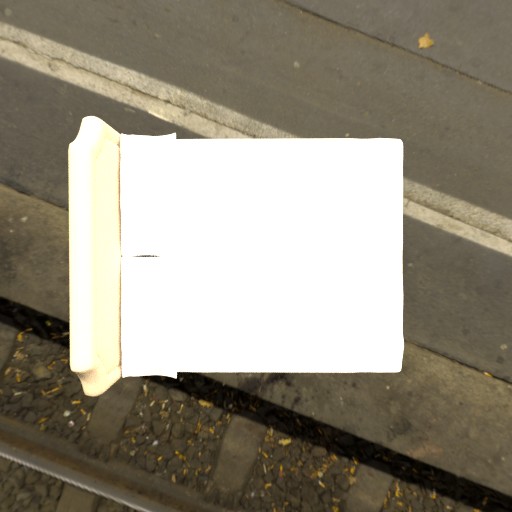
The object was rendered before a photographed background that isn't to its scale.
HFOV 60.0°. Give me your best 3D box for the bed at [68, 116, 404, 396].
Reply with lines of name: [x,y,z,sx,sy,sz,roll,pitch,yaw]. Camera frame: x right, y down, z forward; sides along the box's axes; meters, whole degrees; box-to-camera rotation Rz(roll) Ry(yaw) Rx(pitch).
bed: [0.000,0.000,3.742,2.548,1.524,2.134,0,91,1]
